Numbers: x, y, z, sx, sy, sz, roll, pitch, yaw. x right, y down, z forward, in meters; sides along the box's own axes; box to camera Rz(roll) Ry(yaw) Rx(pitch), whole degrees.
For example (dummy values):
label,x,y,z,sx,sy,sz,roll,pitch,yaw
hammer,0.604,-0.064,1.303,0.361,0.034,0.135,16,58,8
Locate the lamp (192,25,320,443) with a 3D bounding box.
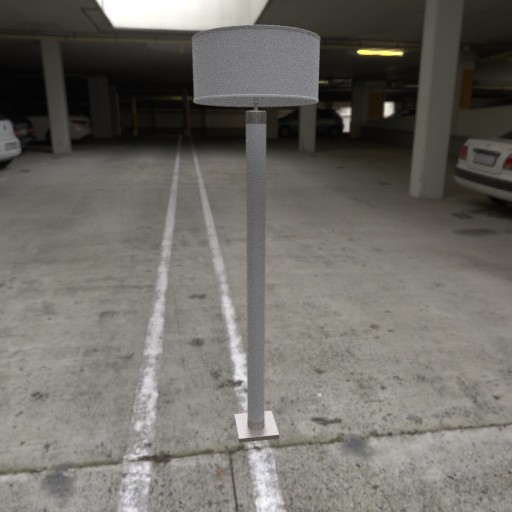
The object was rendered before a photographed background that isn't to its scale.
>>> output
label,x,y,z,sx,sy,sz,roll,pitch,yaw
lamp,0.000,0.000,1.637,0.420,1.475,0.420,-2,15,-9
